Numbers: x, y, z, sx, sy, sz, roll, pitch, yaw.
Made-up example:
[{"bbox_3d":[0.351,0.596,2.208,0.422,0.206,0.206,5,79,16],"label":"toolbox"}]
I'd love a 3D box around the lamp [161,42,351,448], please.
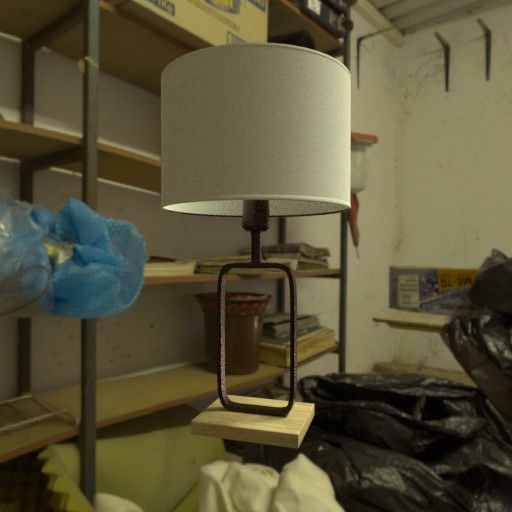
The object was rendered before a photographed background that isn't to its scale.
[{"bbox_3d":[0.000,0.000,0.666,0.279,0.508,0.279,0,1,17],"label":"lamp"}]
